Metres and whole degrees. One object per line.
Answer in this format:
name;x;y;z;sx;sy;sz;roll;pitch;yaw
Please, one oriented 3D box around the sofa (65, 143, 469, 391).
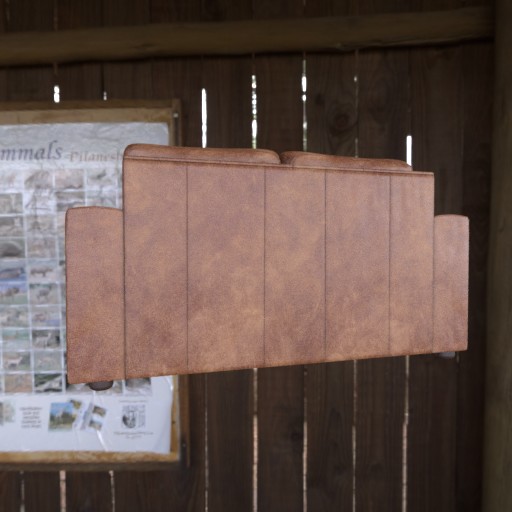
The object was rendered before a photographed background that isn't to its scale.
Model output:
sofa;0.000;0.000;2.168;1.626;0.889;1.041;-1;2;-17
